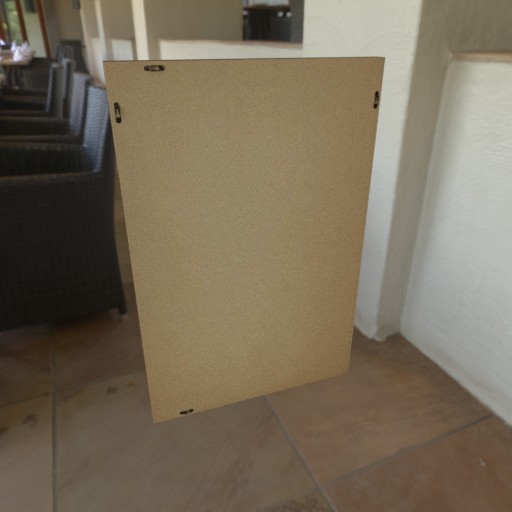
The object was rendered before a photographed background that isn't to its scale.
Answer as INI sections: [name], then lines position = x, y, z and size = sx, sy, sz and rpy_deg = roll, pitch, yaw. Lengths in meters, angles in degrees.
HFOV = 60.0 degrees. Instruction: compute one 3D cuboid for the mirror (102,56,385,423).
[mirror]
position = 0.000, 0.000, 1.124
size = 0.609, 0.915, 0.041
rpy_deg = -9, 28, -18
